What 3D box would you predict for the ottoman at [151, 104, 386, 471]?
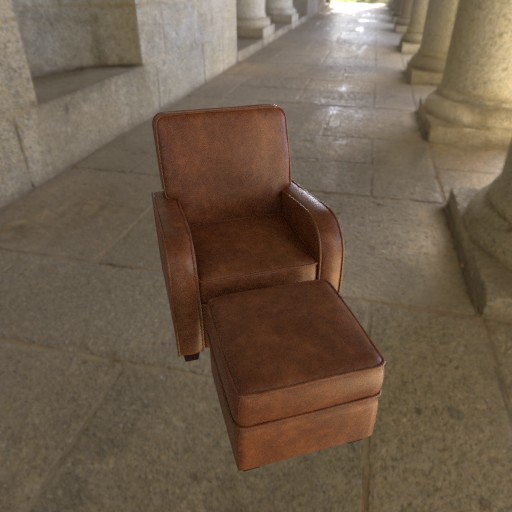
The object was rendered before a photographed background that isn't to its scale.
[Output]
[{"bbox_3d":[0.000,0.000,1.817,0.732,0.904,1.314,-9,34,-13],"label":"ottoman"}]
